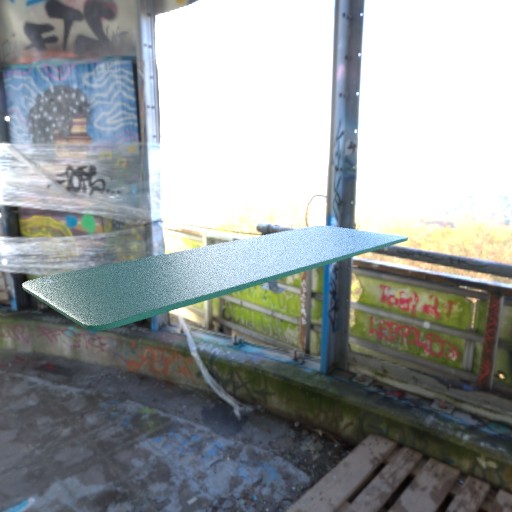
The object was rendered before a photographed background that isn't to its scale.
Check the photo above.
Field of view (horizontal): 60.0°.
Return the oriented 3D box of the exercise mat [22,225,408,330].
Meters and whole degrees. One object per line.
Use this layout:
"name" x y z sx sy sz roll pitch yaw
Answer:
"exercise mat" 0.000 0.000 2.053 0.616 0.021 1.869 13 18 43
